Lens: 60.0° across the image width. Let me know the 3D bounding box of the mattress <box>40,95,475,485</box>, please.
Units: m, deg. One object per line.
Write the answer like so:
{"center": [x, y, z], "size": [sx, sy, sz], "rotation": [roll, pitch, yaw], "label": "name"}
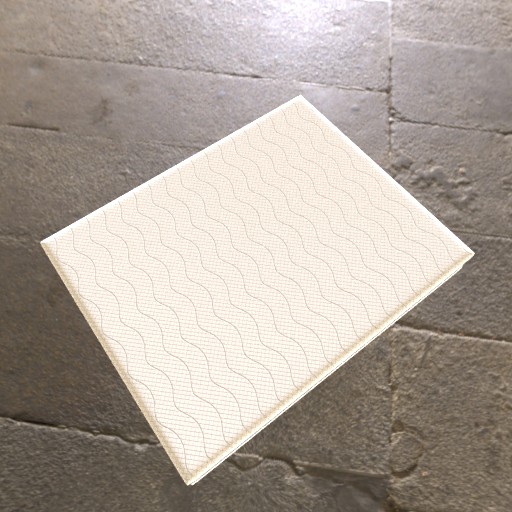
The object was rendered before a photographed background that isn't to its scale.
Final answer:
{"center": [0.000, 0.000, 2.692], "size": [2.000, 0.230, 1.600], "rotation": [-34, 68, -16], "label": "mattress"}
